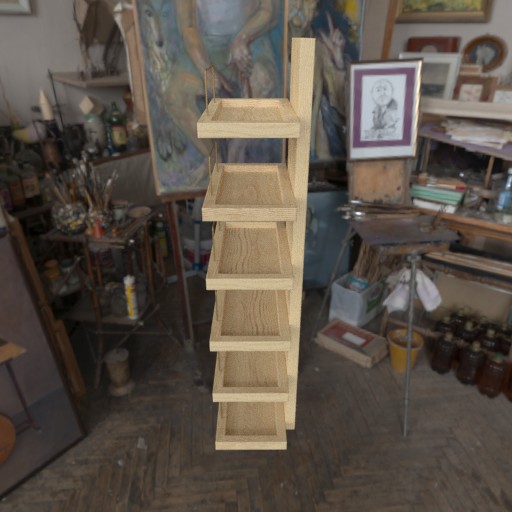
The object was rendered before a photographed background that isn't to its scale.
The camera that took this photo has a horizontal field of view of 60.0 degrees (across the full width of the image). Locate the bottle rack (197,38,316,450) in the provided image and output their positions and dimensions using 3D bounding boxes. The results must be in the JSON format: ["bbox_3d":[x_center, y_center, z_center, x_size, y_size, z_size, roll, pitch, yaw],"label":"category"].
[{"bbox_3d":[0.000,0.000,1.069,0.206,0.943,0.330,0,27,0],"label":"bottle rack"}]
